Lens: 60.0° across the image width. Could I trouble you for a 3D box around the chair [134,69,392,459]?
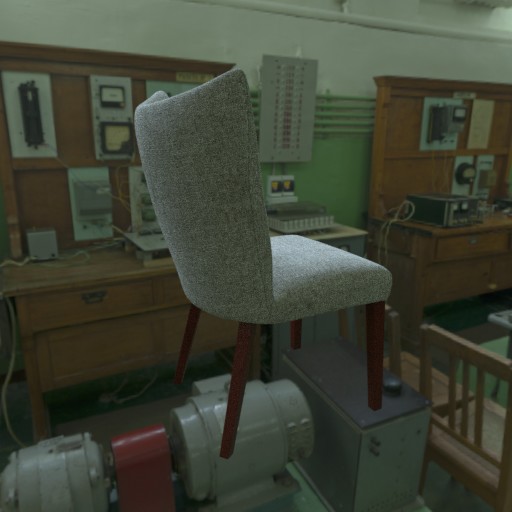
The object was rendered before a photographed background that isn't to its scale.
[{"bbox_3d":[0.000,0.000,1.277,0.623,0.924,0.535,-8,18,-27],"label":"chair"}]
